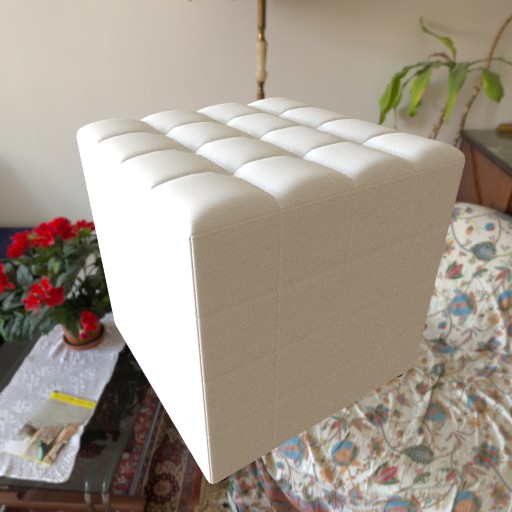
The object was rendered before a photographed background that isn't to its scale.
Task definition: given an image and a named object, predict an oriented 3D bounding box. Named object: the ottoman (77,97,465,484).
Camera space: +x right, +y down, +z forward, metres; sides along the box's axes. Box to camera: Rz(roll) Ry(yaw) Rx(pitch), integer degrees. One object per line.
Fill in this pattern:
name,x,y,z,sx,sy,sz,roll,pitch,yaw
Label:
ottoman,0.000,0.000,0.765,0.425,0.432,0.425,-18,35,-28
